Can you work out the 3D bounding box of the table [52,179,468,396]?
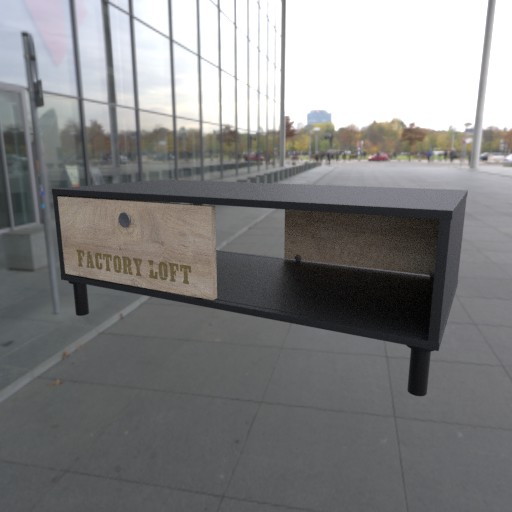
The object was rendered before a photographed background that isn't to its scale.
[{"bbox_3d":[0.000,0.000,1.343,1.100,0.400,0.550,7,15,27],"label":"table"}]
